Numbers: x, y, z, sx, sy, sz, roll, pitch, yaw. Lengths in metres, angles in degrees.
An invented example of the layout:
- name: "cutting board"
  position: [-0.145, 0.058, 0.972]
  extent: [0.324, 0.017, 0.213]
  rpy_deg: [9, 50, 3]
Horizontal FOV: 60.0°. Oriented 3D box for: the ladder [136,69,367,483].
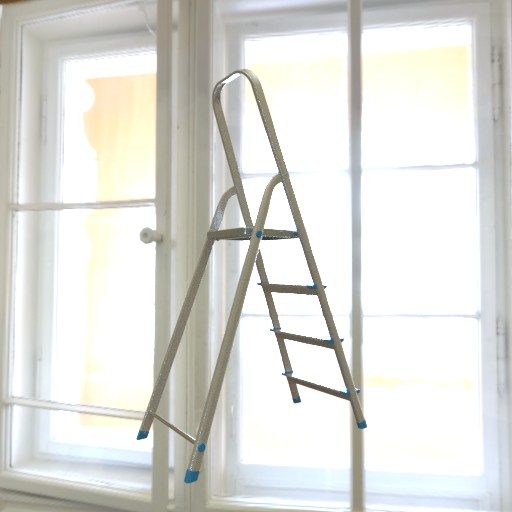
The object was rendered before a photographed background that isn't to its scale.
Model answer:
- name: "ladder"
  position: [0.000, 0.000, 1.815]
  extent: [0.842, 1.434, 0.445]
  rpy_deg: [1, -2, -35]
